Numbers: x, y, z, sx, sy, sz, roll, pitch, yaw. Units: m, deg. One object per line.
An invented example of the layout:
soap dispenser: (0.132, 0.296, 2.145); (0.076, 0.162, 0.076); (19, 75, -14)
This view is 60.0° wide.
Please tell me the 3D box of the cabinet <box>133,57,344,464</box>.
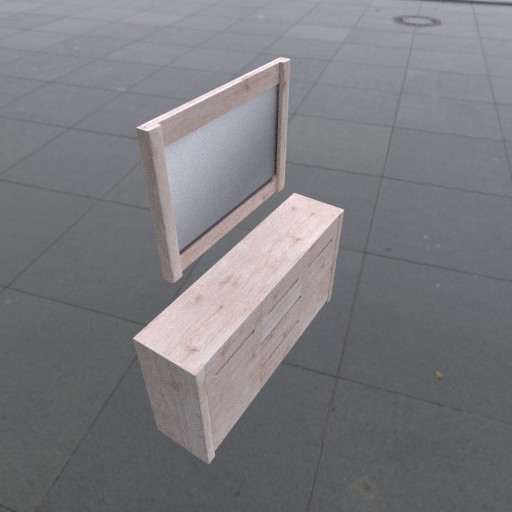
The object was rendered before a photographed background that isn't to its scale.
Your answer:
cabinet: (0.000, 0.000, 2.725); (0.420, 1.981, 1.700); (23, 45, 25)
